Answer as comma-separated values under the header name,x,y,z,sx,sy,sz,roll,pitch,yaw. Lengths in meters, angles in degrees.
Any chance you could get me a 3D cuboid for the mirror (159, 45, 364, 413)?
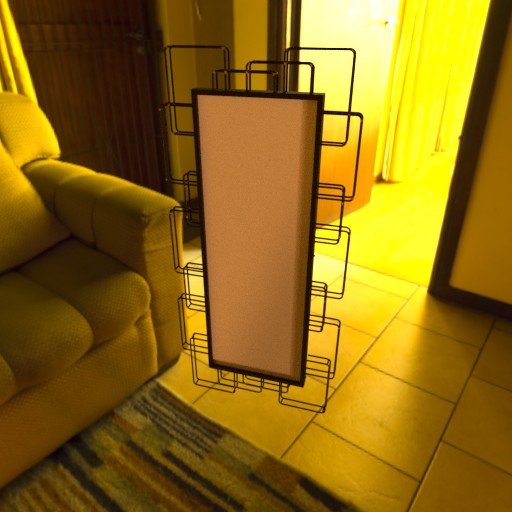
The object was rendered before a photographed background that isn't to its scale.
name,x,y,z,sx,sy,sz,roll,pitch,yaw
mirror,0.000,0.000,1.394,0.565,1.192,0.037,8,29,15
